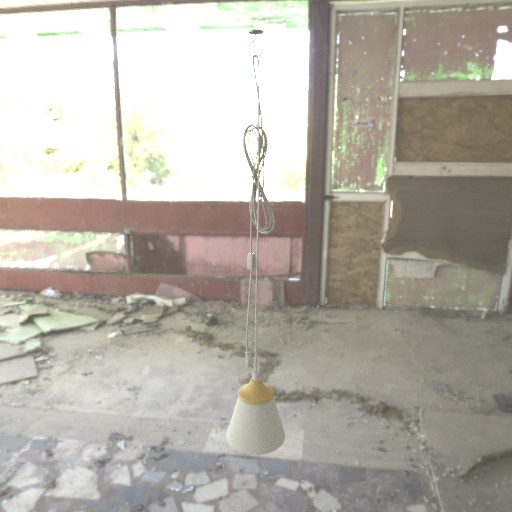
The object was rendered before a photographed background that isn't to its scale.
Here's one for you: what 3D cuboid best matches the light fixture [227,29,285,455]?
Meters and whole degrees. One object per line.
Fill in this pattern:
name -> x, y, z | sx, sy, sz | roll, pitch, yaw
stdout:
light fixture -> 0.000, 0.000, 1.042 | 0.153, 0.966, 0.153 | 13, 19, 42
